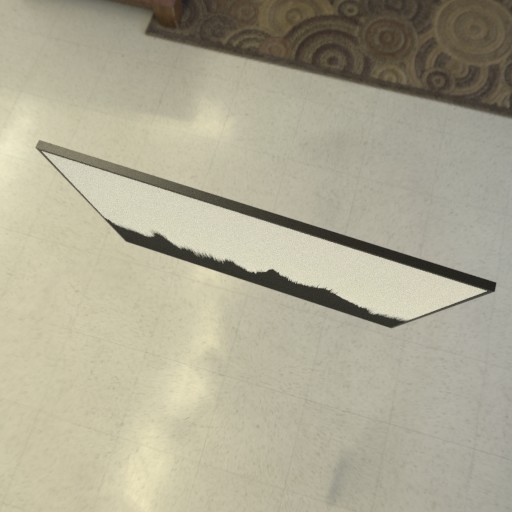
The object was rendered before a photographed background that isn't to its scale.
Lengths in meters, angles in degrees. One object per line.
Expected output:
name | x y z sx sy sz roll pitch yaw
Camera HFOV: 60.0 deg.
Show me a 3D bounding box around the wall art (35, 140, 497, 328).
wall art | 0.000 0.000 1.198 0.957 0.660 0.019 18 75 5
